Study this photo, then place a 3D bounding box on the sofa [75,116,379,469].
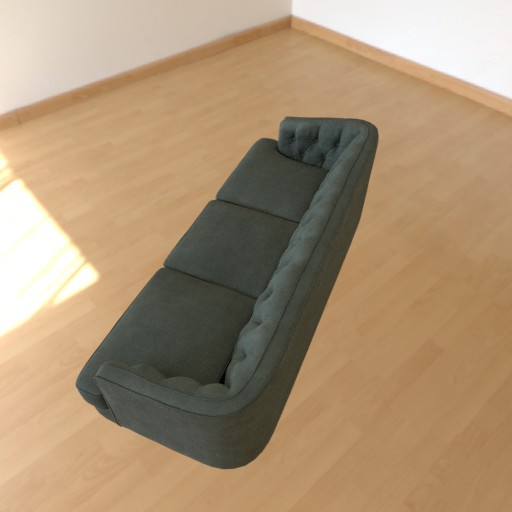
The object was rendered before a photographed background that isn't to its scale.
[{"bbox_3d":[0.000,0.000,2.677,0.941,0.855,2.278,18,50,16],"label":"sofa"}]
